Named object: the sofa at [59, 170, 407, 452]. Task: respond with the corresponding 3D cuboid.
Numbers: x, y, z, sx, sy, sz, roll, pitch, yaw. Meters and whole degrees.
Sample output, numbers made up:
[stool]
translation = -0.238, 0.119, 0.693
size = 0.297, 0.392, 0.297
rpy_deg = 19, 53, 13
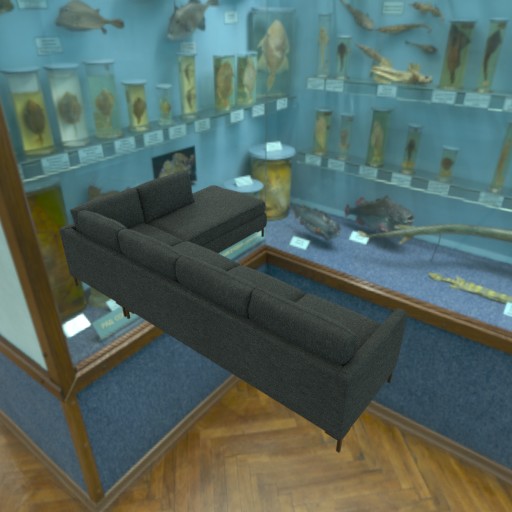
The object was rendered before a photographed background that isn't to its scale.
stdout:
[sofa]
translation = 0.000, 0.000, 3.903
size = 2.949, 0.815, 2.007
rpy_deg = 22, 36, 33
